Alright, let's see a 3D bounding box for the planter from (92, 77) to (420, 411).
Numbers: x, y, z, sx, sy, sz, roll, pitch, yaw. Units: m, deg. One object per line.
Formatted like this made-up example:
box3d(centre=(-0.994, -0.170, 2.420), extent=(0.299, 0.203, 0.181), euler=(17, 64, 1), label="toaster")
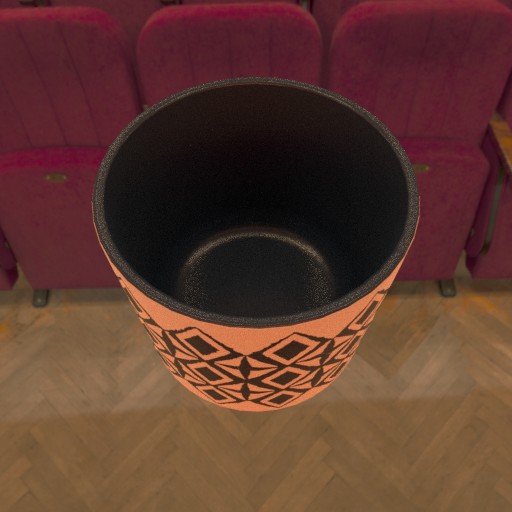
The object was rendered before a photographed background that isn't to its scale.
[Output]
box3d(centre=(0.000, 0.000, 0.277), extent=(0.159, 0.144, 0.159), euler=(0, 58, 0), label="planter")
